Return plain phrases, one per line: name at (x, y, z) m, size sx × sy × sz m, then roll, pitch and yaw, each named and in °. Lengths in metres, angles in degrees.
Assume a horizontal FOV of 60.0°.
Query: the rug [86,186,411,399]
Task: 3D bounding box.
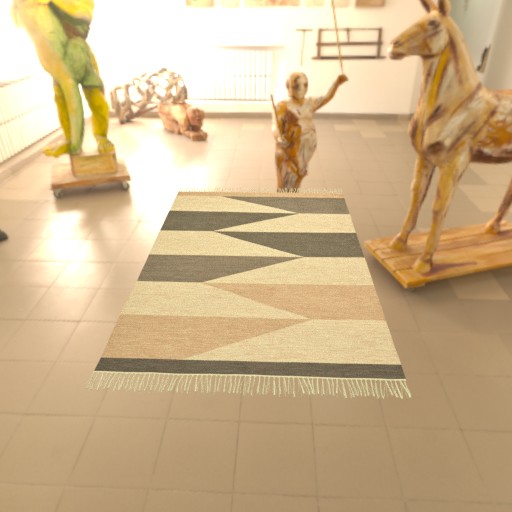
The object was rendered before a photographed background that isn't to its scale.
rug at (0.000, 0.000, 2.509) m, size 1.224 × 0.027 × 2.021 m, roll 1°, pitch 31°, yaw 2°
